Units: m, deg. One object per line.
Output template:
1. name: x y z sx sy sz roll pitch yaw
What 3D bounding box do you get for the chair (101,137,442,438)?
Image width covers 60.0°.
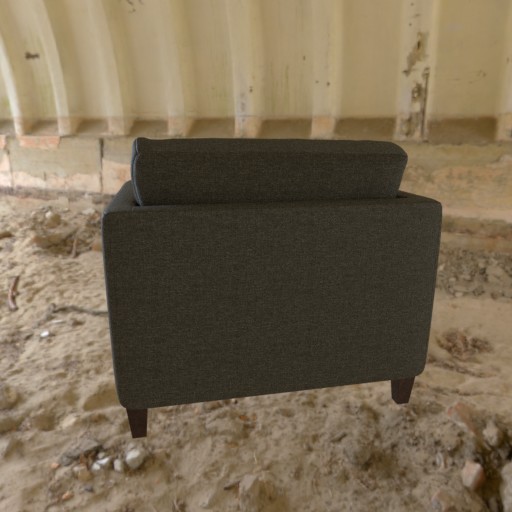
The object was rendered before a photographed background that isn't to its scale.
1. chair: 0.000 0.000 1.850 1.107 0.963 0.959 -3 16 -11
